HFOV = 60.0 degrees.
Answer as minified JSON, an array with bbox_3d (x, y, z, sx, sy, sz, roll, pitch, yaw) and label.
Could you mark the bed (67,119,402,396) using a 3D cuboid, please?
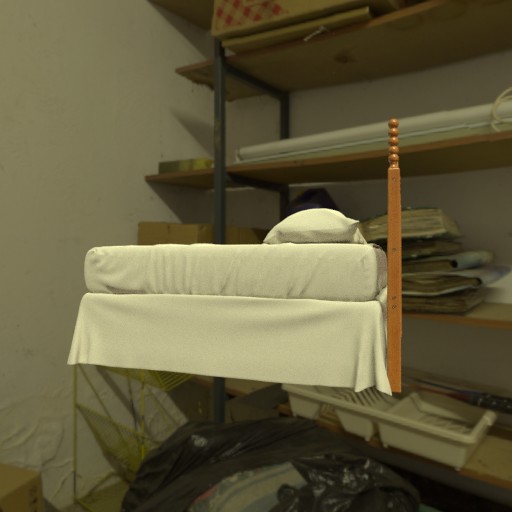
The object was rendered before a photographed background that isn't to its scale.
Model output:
[{"bbox_3d":[0.000,0.000,3.266,2.040,1.356,1.873,0,0,18],"label":"bed"}]
